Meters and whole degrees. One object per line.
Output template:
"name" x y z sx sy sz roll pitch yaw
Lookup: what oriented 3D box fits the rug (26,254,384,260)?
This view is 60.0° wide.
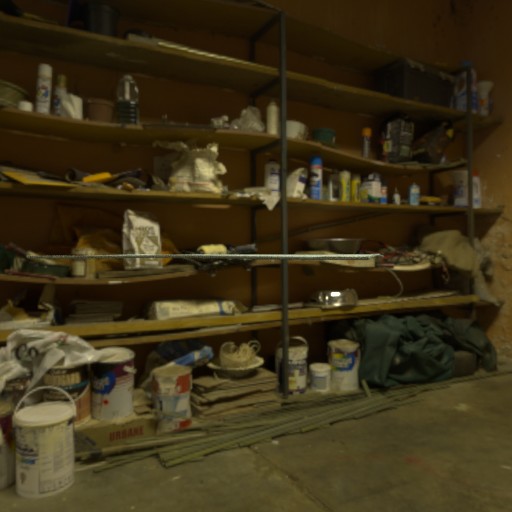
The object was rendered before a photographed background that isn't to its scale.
"rug" 0.000 0.000 3.001 1.613 0.030 2.306 0 0 18
